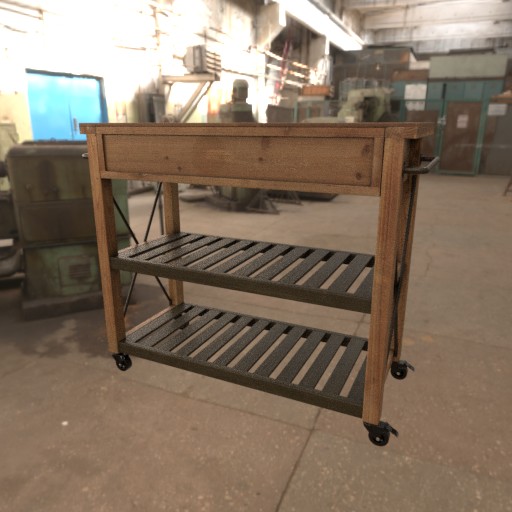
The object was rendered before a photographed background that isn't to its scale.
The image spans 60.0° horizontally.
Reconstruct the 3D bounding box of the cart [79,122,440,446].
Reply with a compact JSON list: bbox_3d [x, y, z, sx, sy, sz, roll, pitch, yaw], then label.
[{"bbox_3d":[0.000,0.000,0.962,0.686,0.554,0.298,8,18,24],"label":"cart"}]
